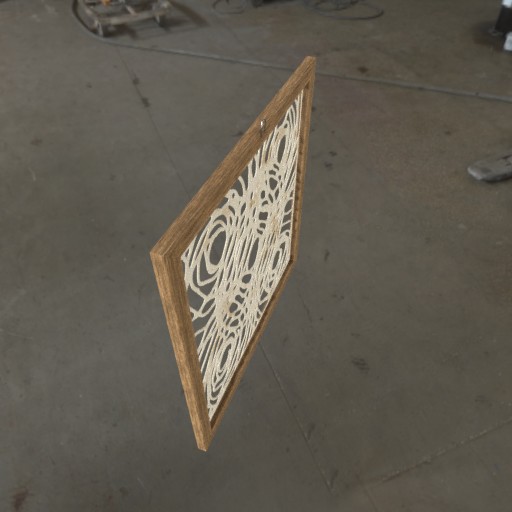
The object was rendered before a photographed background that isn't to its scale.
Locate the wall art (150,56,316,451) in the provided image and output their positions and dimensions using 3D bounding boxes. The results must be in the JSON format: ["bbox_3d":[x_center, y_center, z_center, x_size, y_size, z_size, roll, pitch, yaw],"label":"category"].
[{"bbox_3d":[0.000,0.000,0.853,0.021,0.576,0.561,16,48,15],"label":"wall art"}]
